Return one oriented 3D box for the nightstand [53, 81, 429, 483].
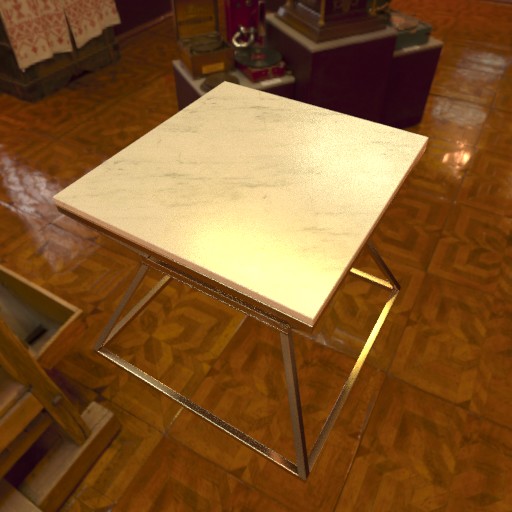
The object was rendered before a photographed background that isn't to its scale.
[{"bbox_3d":[0.000,0.000,0.874,0.514,0.426,0.513,23,50,21],"label":"nightstand"}]
